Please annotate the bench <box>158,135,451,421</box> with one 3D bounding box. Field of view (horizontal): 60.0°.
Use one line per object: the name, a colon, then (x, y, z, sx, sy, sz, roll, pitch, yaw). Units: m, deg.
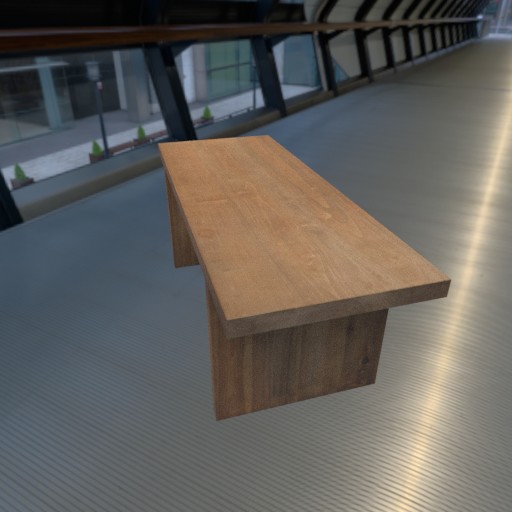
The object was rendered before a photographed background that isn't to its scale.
bench: (0.000, 0.000, 1.429, 0.458, 0.458, 1.183, -8, 30, -14)
